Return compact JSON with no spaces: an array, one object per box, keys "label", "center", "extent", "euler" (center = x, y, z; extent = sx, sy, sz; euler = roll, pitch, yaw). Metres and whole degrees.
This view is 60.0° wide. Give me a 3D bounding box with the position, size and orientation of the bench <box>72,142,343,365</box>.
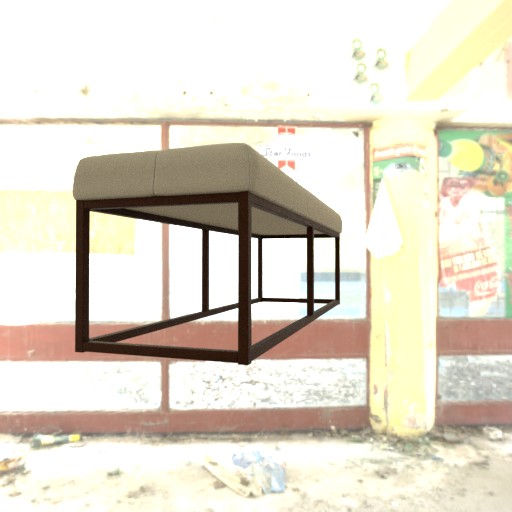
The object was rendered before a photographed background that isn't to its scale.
[{"label":"bench","center":[0.000,0.000,1.709],"extent":[0.479,0.488,1.488],"euler":[0,-1,18]}]
